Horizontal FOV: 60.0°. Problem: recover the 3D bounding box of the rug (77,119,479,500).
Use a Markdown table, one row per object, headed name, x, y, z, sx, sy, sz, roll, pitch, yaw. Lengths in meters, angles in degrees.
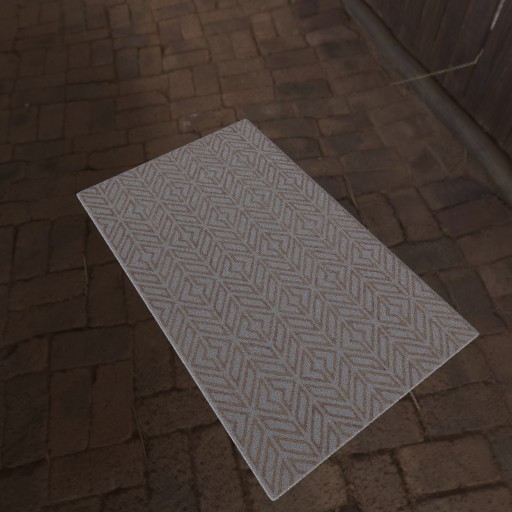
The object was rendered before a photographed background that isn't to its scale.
| name | x | y | z | sx | sy | sz | roll | pitch | yaw |
| --- | --- | --- | --- | --- | --- | --- | --- | --- | --- |
| rug | 0.000 | 0.000 | 2.936 | 1.523 | 0.008 | 2.438 | -30 | 60 | -19 |
